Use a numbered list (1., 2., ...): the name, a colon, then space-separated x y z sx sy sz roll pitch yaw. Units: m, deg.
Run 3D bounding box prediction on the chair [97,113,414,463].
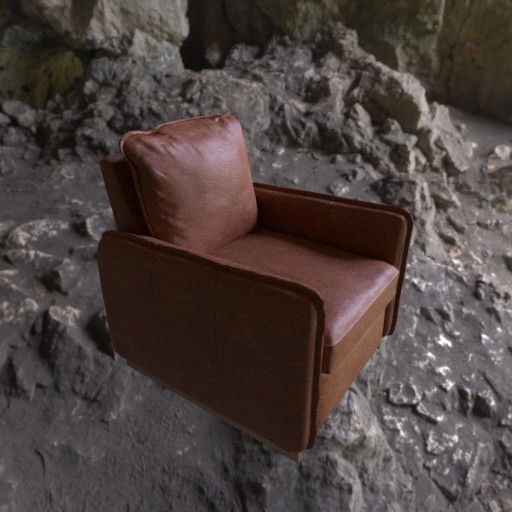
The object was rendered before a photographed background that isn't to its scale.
1. chair: 0.000 0.000 1.643 0.922 0.922 0.830 18 32 31
